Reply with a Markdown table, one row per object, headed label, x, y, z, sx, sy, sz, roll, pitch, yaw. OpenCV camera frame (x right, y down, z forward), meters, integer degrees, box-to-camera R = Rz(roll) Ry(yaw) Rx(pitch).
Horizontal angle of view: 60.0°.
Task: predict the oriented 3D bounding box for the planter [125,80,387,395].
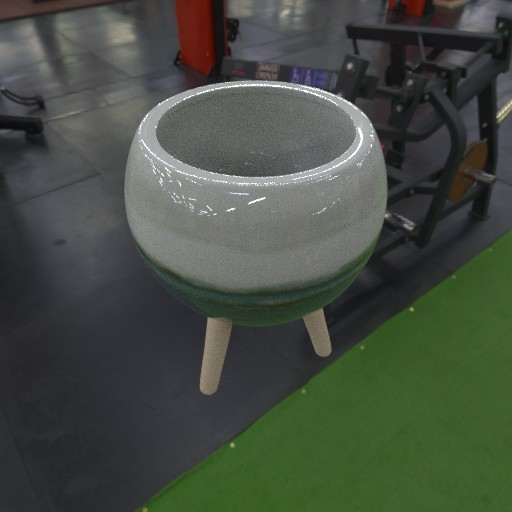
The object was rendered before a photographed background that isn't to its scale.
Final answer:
| label | x | y | z | sx | sy | sz | roll | pitch | yaw |
| --- | --- | --- | --- | --- | --- | --- | --- | --- | --- |
| planter | 0.000 | 0.000 | 0.437 | 0.222 | 0.278 | 0.222 | 0 | 42 | 0 |
